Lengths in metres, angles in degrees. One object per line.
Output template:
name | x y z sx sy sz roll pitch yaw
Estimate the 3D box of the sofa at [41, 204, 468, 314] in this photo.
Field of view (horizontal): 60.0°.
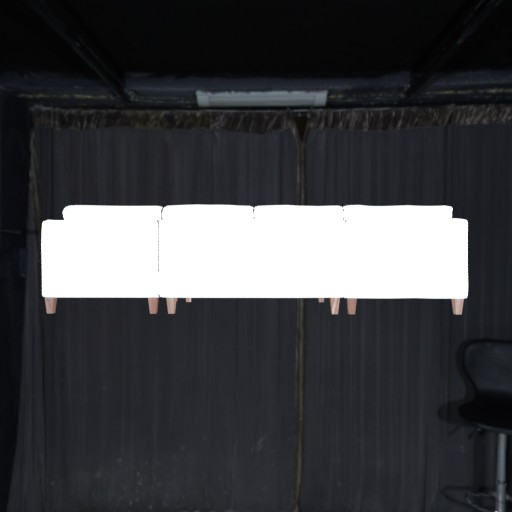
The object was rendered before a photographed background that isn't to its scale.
sofa | 0.000 0.000 4.562 3.238 0.853 2.551 0 1 1
